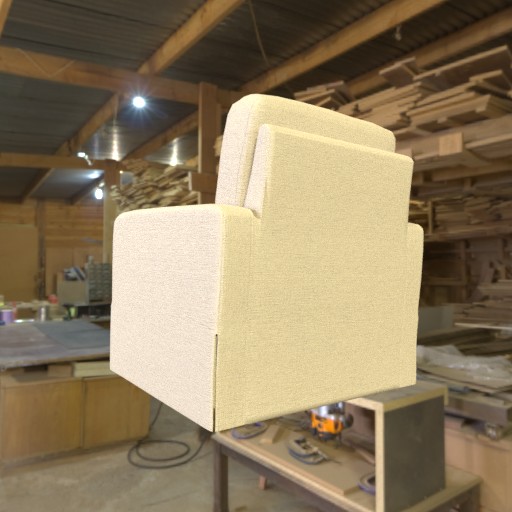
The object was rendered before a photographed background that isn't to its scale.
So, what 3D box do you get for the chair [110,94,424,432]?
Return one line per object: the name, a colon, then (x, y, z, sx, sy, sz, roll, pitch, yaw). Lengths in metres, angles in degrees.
chair: (0.000, 0.000, 1.525, 0.755, 0.827, 0.888, 1, -2, -35)
